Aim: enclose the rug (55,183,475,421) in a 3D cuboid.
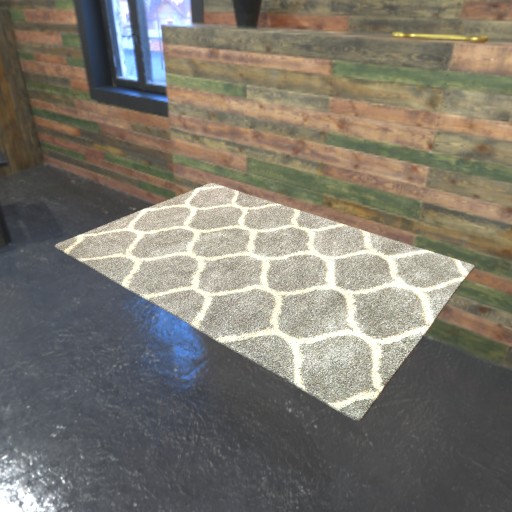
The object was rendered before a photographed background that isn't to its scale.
[{"bbox_3d":[0.000,0.000,3.395,2.701,0.026,1.801,22,37,33],"label":"rug"}]
